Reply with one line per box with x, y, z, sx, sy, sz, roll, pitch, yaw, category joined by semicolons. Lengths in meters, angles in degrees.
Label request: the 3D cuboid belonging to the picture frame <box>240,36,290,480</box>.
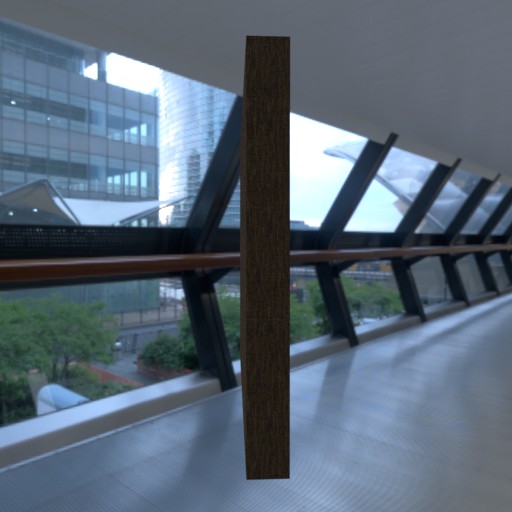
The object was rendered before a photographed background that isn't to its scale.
0.000;0.000;0.519;0.033;0.330;0.378;0;1;-3;picture frame
